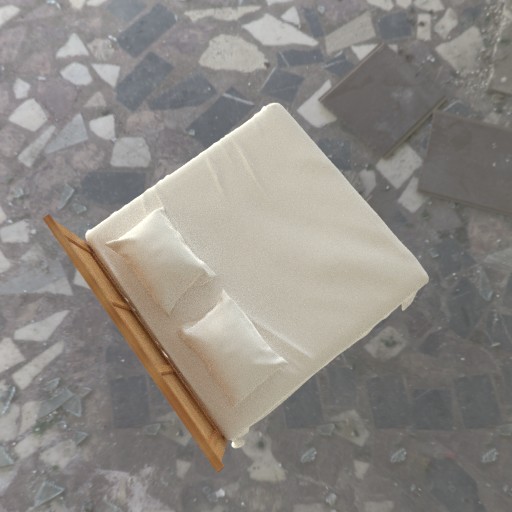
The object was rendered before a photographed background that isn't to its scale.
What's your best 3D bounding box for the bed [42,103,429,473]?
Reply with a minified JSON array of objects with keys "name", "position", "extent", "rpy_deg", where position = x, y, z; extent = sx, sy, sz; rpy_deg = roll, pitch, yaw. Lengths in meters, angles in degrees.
[{"name":"bed","position":[0.000,0.000,3.586],"extent":[2.215,1.270,2.317],"rpy_deg":[-37,80,-8]}]
